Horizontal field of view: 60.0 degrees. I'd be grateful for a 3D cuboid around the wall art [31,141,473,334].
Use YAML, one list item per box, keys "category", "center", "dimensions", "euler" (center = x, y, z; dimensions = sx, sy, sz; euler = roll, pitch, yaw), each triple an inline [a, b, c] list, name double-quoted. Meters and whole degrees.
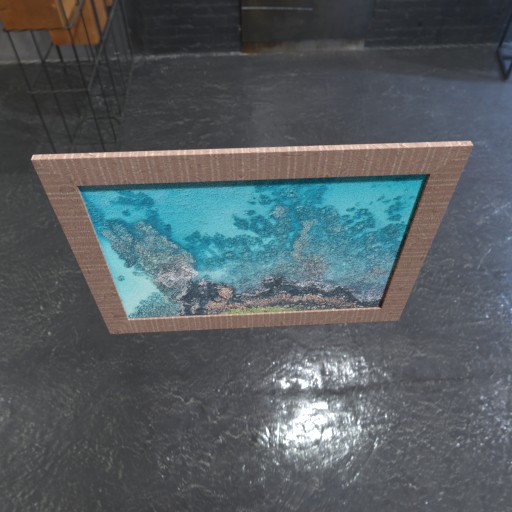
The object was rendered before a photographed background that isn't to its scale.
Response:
- category: "wall art"
  center: [0.000, 0.000, 1.344]
  dimensions: [1.056, 0.761, 0.020]
  euler: [-2, 48, -2]
